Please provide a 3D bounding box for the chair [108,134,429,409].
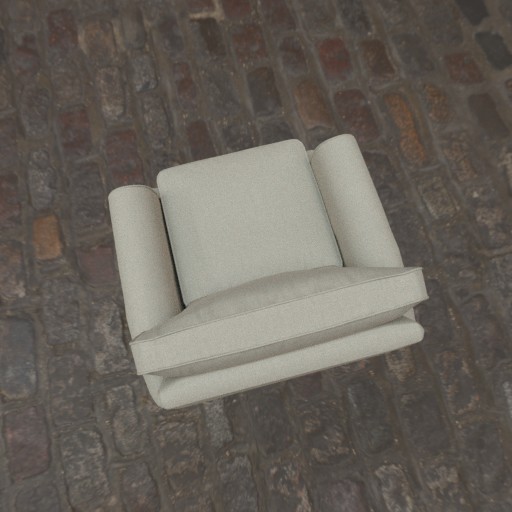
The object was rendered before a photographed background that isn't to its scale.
[{"bbox_3d":[0.000,0.000,1.749,1.029,0.967,0.966,-14,76,-4],"label":"chair"}]
